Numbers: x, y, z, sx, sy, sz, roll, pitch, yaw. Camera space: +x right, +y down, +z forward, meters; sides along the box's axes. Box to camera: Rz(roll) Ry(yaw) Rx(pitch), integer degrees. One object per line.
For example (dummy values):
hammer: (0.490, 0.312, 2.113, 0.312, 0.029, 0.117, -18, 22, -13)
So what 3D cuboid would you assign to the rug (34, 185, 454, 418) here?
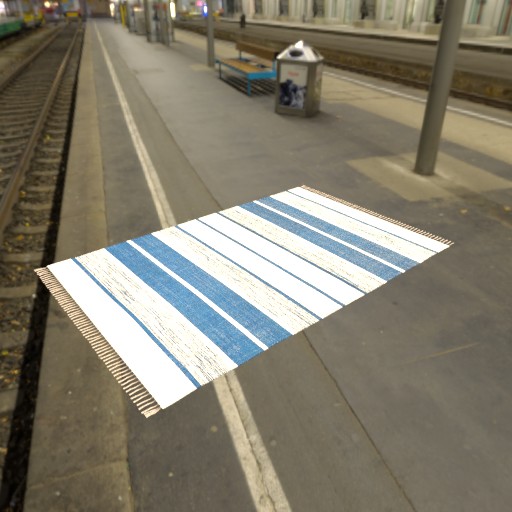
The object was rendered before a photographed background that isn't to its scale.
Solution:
rug: (0.000, 0.000, 3.013, 2.441, 0.010, 1.532, -22, 36, -34)
